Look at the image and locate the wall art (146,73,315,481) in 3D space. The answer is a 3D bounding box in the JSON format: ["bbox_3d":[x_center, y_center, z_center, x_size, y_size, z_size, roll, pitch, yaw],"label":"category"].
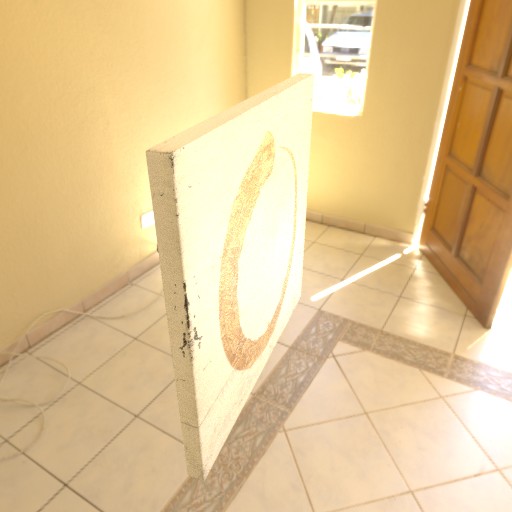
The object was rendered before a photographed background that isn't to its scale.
[{"bbox_3d":[0.000,0.000,0.897,0.040,0.611,0.610,11,33,18],"label":"wall art"}]
